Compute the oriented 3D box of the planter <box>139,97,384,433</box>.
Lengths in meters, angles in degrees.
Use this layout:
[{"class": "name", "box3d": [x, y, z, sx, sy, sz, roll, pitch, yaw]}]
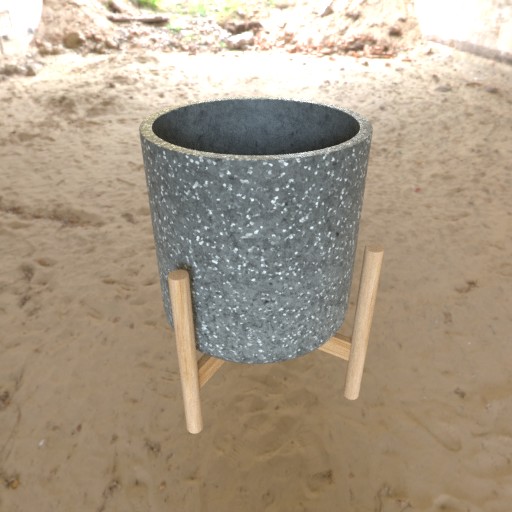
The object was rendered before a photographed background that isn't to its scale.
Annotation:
[{"class": "planter", "box3d": [0.000, 0.000, 0.698, 0.360, 0.419, 0.360, -21, 38, -31]}]
